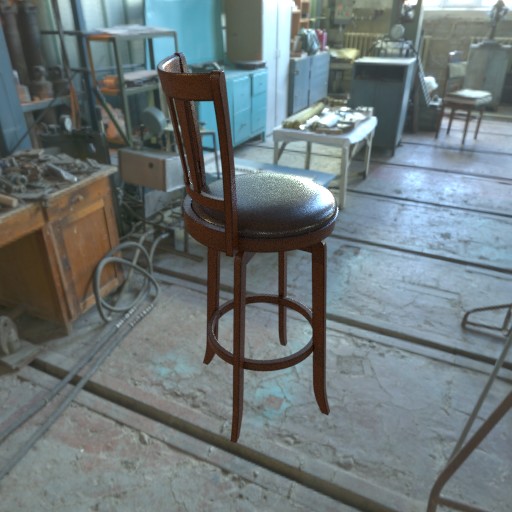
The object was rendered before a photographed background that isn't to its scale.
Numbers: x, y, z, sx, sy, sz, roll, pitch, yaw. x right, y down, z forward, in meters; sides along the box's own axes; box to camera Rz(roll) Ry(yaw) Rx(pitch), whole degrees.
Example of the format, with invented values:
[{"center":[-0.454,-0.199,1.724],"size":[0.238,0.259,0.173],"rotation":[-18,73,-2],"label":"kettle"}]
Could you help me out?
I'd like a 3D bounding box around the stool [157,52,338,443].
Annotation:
[{"center":[0.000,0.000,1.435],"size":[0.503,1.177,0.464],"rotation":[-10,31,-17],"label":"stool"}]
